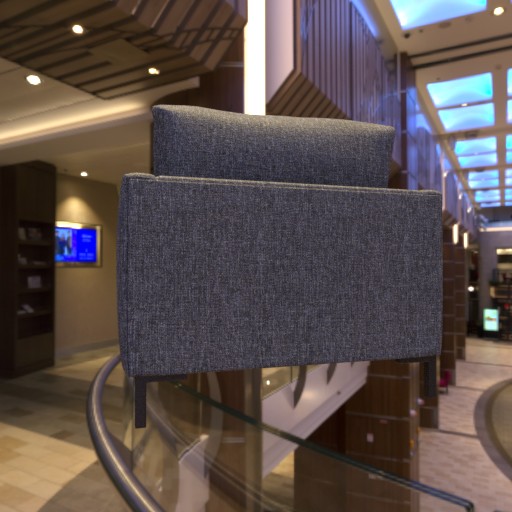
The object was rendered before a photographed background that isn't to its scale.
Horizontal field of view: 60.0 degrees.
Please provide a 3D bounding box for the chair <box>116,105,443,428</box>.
[{"bbox_3d":[0.000,0.000,1.612,0.963,0.861,0.866,0,-1,-17],"label":"chair"}]
